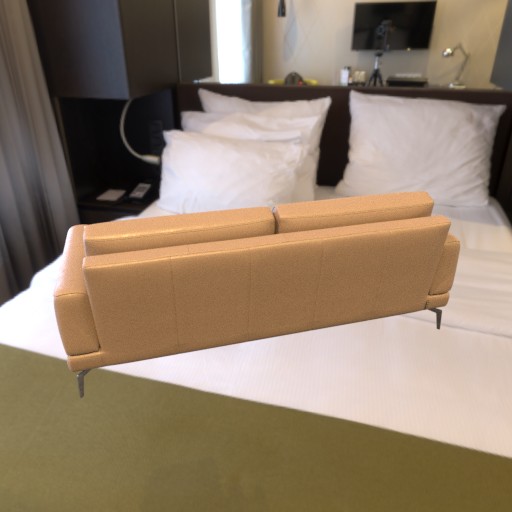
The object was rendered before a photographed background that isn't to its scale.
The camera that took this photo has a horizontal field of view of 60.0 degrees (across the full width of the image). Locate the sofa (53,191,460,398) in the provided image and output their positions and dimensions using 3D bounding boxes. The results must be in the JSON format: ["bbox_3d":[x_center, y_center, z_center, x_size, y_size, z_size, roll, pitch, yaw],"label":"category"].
[{"bbox_3d":[0.000,0.000,2.403,1.940,0.765,0.974,-7,28,-14],"label":"sofa"}]
